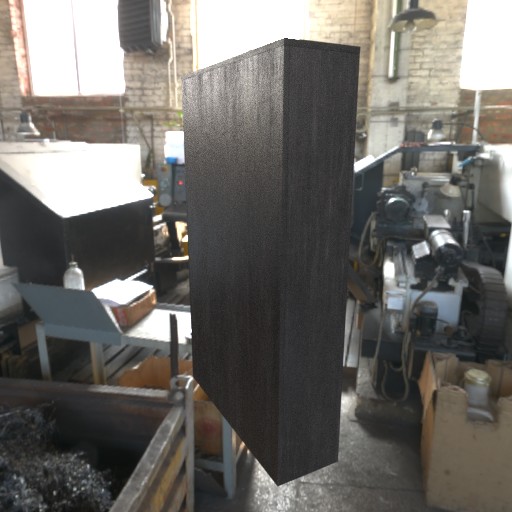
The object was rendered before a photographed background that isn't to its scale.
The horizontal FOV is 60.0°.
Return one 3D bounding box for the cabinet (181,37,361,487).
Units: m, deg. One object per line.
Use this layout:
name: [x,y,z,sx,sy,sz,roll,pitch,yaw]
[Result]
cabinet: [0.000,0.000,1.593,0.250,1.280,0.750,-8,16,-27]
